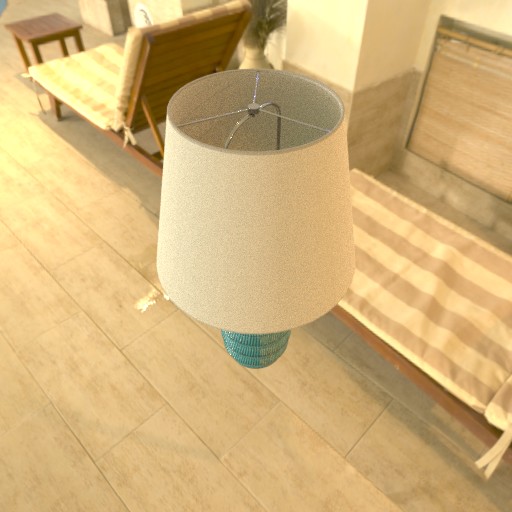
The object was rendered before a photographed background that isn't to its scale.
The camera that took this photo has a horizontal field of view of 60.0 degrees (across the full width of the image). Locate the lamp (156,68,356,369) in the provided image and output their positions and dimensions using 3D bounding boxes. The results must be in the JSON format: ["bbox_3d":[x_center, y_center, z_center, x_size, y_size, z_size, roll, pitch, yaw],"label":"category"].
[{"bbox_3d":[0.000,0.000,0.806,0.355,0.582,0.355,0,45,0],"label":"lamp"}]
